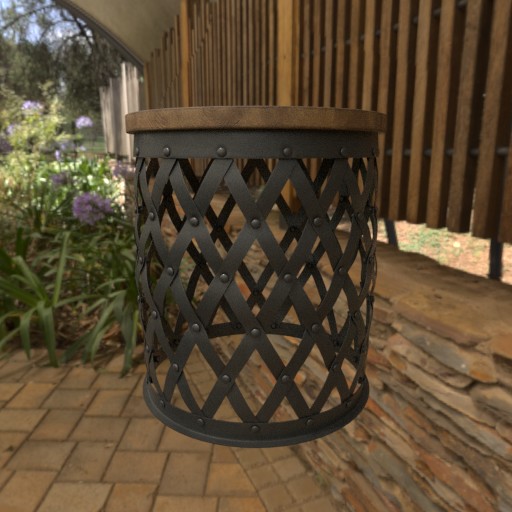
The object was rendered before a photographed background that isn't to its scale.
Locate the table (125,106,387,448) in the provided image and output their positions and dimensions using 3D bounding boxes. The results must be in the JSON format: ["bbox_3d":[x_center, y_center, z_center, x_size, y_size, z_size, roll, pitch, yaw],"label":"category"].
[{"bbox_3d":[0.000,0.000,0.762,0.405,0.454,0.405,0,13,0],"label":"table"}]
